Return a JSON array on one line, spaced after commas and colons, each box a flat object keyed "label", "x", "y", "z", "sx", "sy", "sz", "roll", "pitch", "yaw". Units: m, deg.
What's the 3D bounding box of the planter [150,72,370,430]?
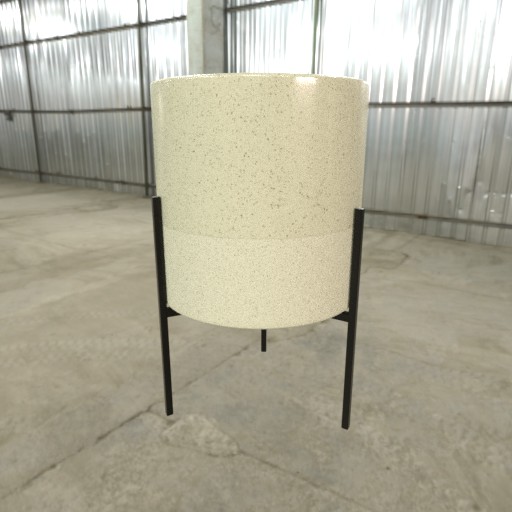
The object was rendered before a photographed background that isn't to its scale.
[{"label": "planter", "x": 0.000, "y": 0.000, "z": 0.538, "sx": 0.243, "sy": 0.390, "sz": 0.234, "roll": -8, "pitch": 18, "yaw": -25}]
